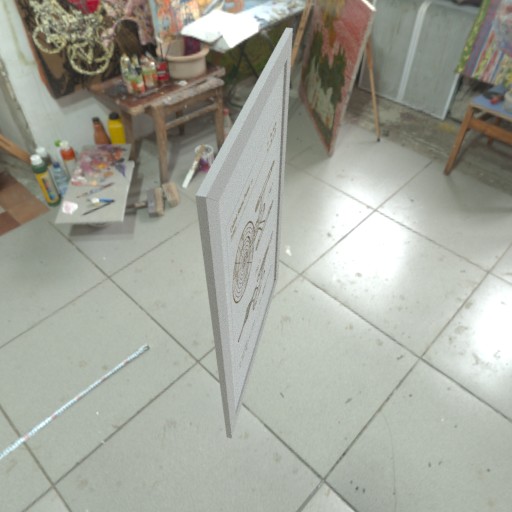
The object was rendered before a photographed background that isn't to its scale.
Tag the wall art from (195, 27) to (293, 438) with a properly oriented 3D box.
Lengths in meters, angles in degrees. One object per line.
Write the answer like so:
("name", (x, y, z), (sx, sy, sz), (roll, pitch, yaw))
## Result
("wall art", (0.000, 0.000, 0.841), (0.011, 0.659, 0.454), (11, 48, 10))
